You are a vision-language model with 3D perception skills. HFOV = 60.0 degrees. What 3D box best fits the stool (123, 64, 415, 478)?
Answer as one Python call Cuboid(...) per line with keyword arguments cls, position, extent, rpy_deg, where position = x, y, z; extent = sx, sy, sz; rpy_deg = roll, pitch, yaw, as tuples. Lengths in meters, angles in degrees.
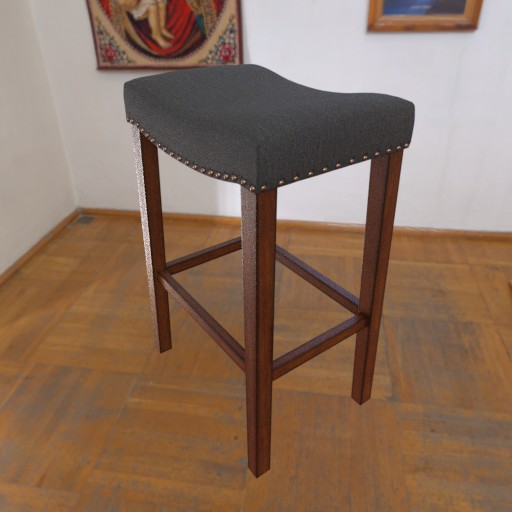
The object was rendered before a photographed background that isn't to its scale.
Cuboid(cls="stool", position=(0.000, 0.000, 1.025), extent=(0.366, 0.760, 0.502), rpy_deg=(-21, 38, -30))
